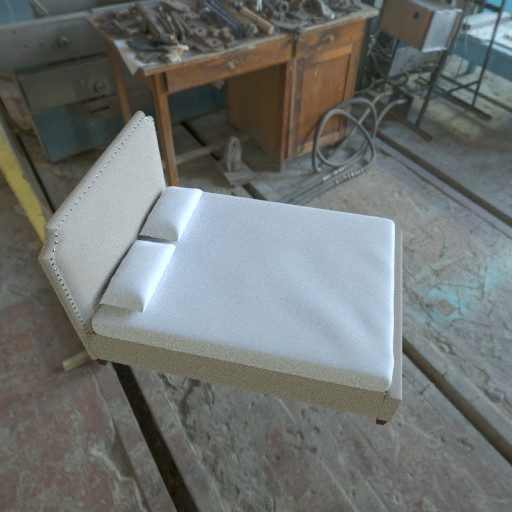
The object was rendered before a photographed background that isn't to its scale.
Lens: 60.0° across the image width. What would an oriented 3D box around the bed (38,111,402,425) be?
[{"bbox_3d":[0.000,0.000,3.475,2.372,1.443,1.713,9,48,9],"label":"bed"}]
